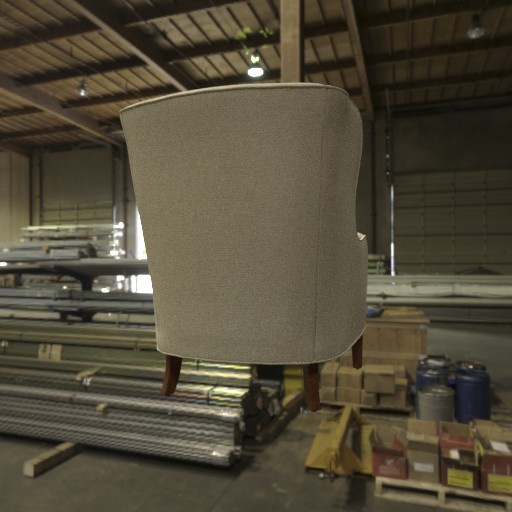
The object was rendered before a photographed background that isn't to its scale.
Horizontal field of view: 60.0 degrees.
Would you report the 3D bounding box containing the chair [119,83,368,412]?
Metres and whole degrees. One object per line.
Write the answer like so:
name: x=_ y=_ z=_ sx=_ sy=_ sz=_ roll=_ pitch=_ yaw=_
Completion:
chair: x=0.000 y=0.000 z=1.766 sx=0.838 sy=1.040 sz=0.966 roll=0 pitch=0 yaw=18
